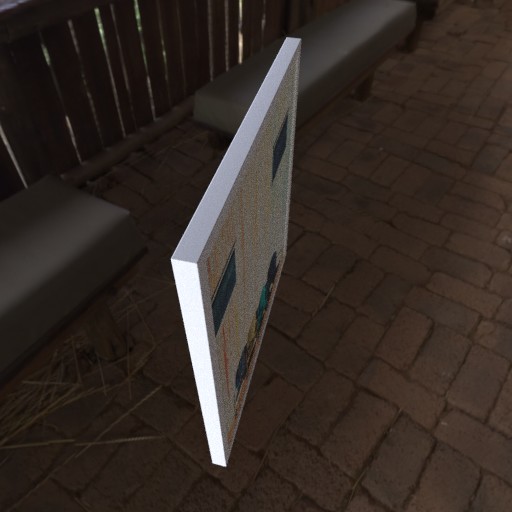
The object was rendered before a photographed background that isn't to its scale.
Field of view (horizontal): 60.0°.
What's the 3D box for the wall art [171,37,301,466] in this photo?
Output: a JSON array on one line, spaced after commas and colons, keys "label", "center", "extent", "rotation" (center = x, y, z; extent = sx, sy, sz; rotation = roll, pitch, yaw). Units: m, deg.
[{"label": "wall art", "center": [0.000, 0.000, 1.099], "extent": [0.036, 0.760, 0.760], "rotation": [10, 48, 10]}]
